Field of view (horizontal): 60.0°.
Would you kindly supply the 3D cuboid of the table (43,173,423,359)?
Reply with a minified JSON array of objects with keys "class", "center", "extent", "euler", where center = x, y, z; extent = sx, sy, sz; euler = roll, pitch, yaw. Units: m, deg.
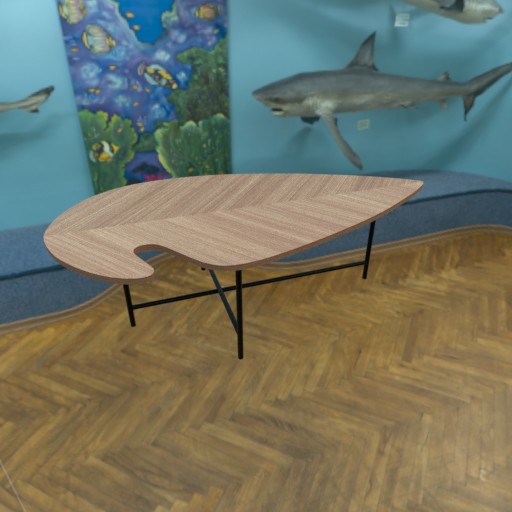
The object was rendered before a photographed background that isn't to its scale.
[{"class":"table","center":[0.000,0.000,1.443],"extent":[1.199,0.360,0.598],"euler":[-10,33,-16]}]
